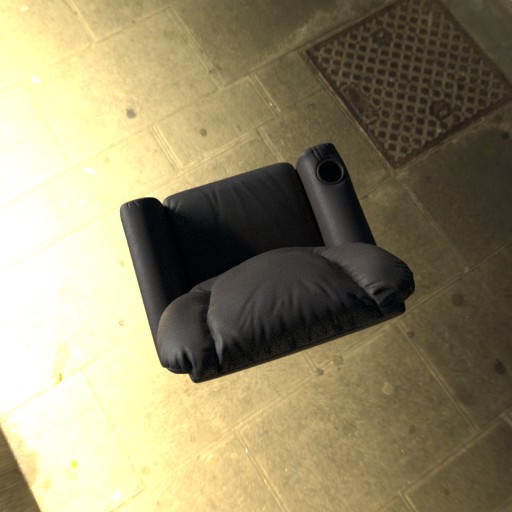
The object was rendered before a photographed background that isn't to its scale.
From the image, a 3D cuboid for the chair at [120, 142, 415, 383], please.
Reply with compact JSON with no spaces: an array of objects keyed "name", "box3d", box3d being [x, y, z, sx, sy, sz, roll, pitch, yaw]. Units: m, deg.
[{"name":"chair","box3d":[0.000,0.000,1.126,0.610,0.709,0.521,-18,76,-4]}]
